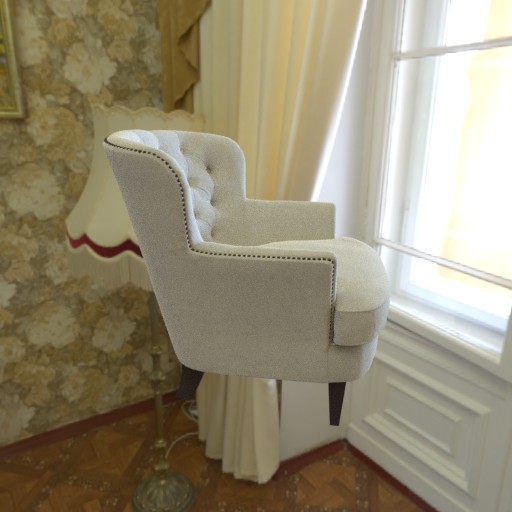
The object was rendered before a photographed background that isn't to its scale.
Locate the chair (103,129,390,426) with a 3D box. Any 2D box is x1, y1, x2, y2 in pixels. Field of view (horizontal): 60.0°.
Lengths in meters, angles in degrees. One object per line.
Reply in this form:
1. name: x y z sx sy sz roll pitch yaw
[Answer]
1. chair: 0.000 0.000 1.585 0.906 0.868 0.848 3 17 9
